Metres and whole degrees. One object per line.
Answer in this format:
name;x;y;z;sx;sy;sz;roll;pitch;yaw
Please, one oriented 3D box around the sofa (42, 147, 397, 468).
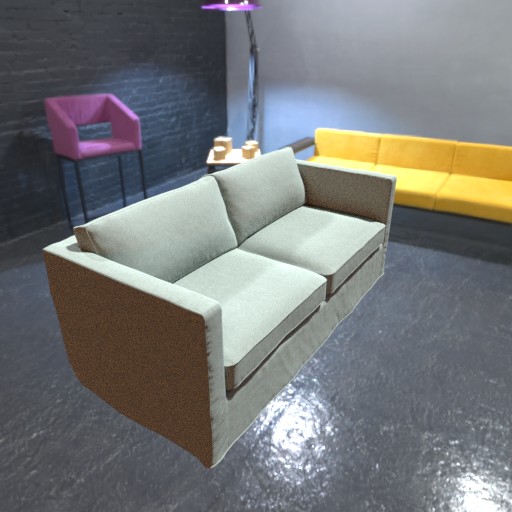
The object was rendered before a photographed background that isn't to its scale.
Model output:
sofa;0.000;0.000;2.528;0.940;0.870;1.987;17;31;30
